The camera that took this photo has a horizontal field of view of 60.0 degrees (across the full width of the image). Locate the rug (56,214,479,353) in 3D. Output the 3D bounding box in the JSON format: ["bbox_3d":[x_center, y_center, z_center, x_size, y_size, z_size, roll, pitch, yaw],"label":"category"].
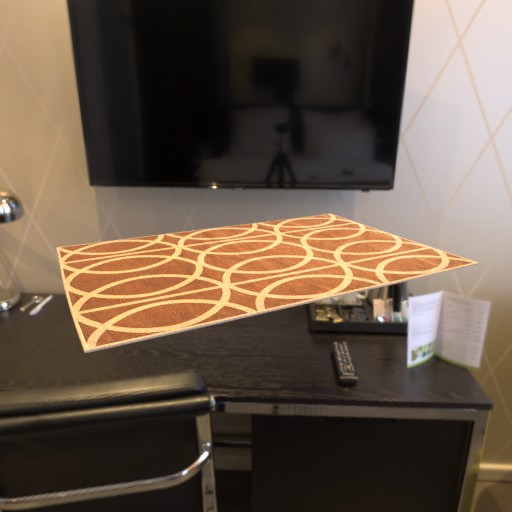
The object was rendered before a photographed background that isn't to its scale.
[{"bbox_3d":[0.000,0.000,2.847,2.290,0.014,1.526,-9,20,-26],"label":"rug"}]
